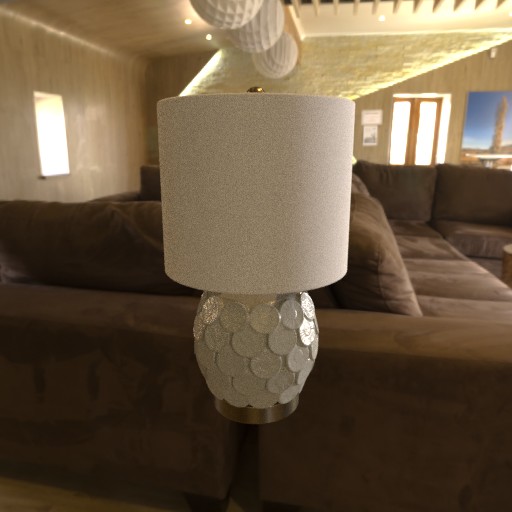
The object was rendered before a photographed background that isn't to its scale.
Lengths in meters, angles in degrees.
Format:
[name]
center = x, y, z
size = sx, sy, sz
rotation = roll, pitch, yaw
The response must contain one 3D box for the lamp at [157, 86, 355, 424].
[lamp]
center = 0.000, 0.000, 0.628
size = 0.254, 0.452, 0.254
rotation = 0, 14, 0
